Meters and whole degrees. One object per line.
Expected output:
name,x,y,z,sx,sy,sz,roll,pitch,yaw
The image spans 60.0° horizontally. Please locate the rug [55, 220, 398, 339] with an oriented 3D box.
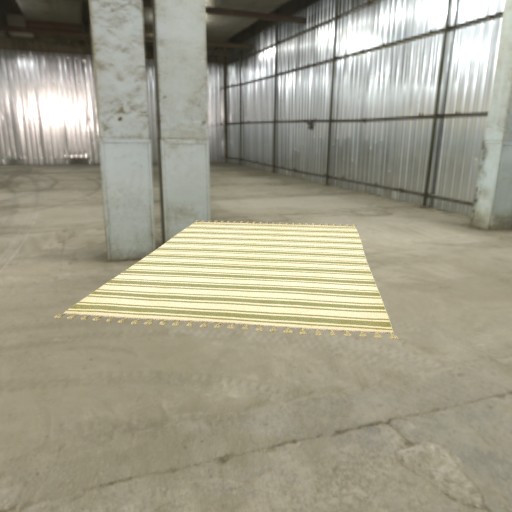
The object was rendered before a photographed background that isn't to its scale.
rug,0.000,0.000,3.091,1.540,0.018,2.435,2,15,8
